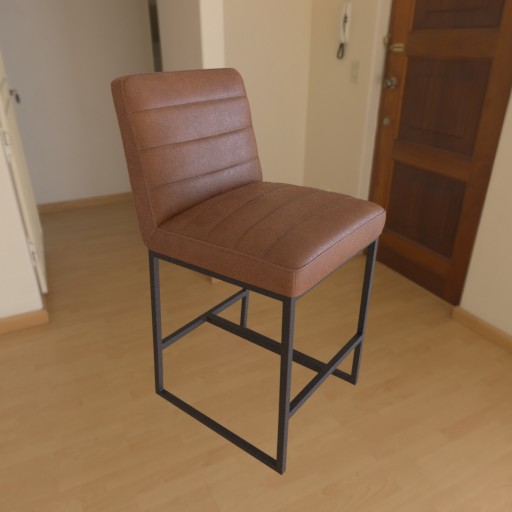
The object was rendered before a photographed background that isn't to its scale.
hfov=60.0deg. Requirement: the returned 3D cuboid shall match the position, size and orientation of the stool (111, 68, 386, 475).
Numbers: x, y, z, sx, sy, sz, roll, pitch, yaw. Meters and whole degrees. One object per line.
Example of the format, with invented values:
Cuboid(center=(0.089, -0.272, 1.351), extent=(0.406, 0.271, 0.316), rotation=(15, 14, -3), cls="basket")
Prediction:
Cuboid(center=(0.000, 0.000, 1.231), extent=(0.556, 0.940, 0.458), rotation=(19, 31, 33), cls="stool")
